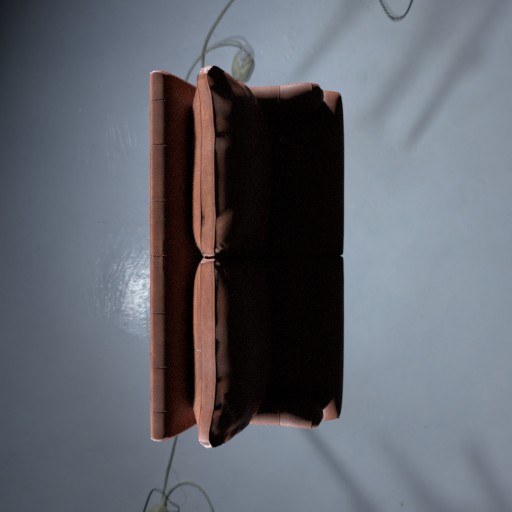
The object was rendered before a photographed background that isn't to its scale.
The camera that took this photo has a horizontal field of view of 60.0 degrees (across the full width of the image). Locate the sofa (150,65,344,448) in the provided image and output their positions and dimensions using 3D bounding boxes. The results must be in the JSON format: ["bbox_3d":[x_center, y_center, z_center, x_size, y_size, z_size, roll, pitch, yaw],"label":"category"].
[{"bbox_3d":[0.000,0.000,2.854,1.147,1.071,2.144,0,90,1],"label":"sofa"}]
